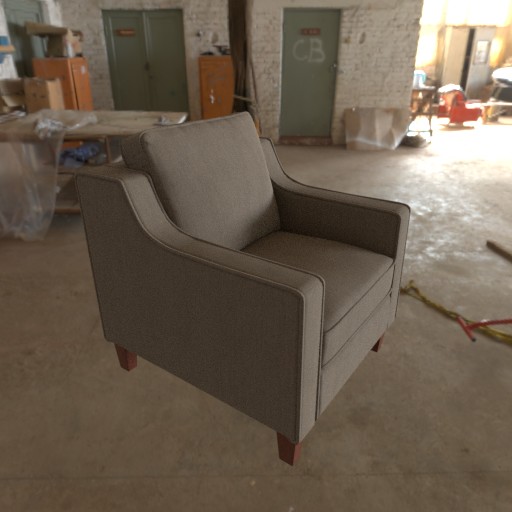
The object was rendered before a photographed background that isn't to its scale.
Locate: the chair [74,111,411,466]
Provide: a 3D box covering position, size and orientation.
[{"bbox_3d":[0.000,0.000,1.684,0.909,0.960,0.831,17,30,32],"label":"chair"}]
